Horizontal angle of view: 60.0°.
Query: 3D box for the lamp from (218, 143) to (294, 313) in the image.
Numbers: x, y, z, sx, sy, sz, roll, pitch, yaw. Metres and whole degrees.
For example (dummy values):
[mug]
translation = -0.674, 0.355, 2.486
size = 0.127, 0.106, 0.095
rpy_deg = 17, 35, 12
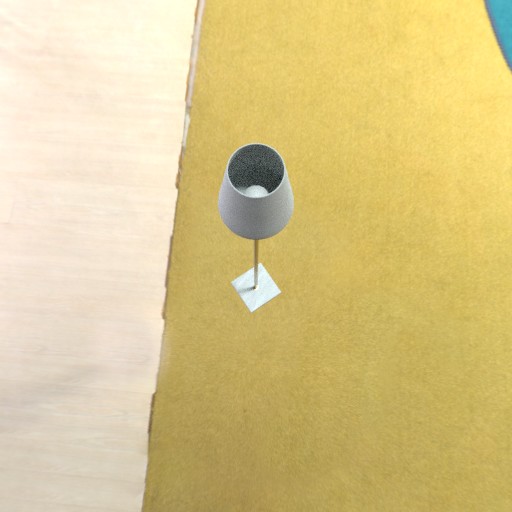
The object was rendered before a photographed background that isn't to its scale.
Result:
[lamp]
translation = 0.000, 0.000, 1.935
size = 0.229, 1.813, 0.232
rpy_deg = -33, 79, -7
